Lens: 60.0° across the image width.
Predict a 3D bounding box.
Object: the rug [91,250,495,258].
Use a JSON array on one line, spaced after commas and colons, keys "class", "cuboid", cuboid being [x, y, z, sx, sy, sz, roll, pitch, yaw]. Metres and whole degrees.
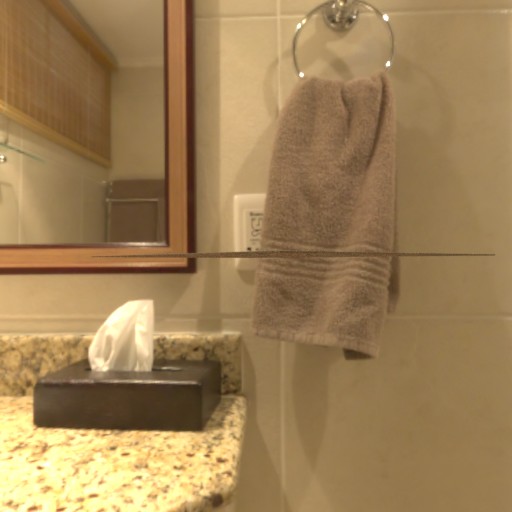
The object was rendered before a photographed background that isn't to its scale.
[{"class": "rug", "cuboid": [0.000, 0.000, 2.994, 1.515, 0.007, 2.427, 0, -1, -35]}]
